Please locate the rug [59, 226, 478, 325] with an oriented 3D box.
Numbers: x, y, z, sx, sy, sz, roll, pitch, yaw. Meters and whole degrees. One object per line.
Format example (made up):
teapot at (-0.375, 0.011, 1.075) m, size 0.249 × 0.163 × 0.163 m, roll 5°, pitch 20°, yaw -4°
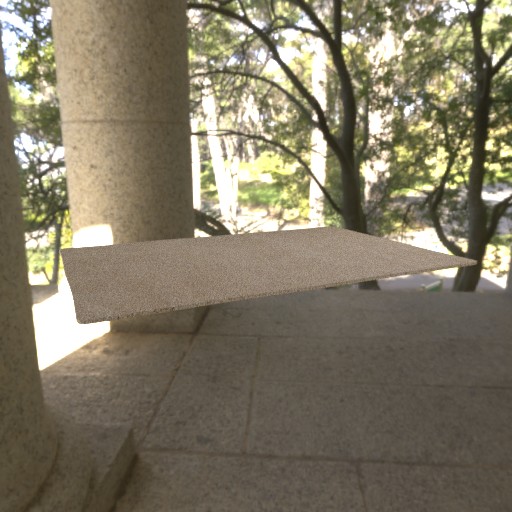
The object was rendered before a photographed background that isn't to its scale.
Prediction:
rug at (0.000, 0.000, 3.396) m, size 2.700 × 0.024 × 1.801 m, roll -6°, pitch 14°, yaw -25°
